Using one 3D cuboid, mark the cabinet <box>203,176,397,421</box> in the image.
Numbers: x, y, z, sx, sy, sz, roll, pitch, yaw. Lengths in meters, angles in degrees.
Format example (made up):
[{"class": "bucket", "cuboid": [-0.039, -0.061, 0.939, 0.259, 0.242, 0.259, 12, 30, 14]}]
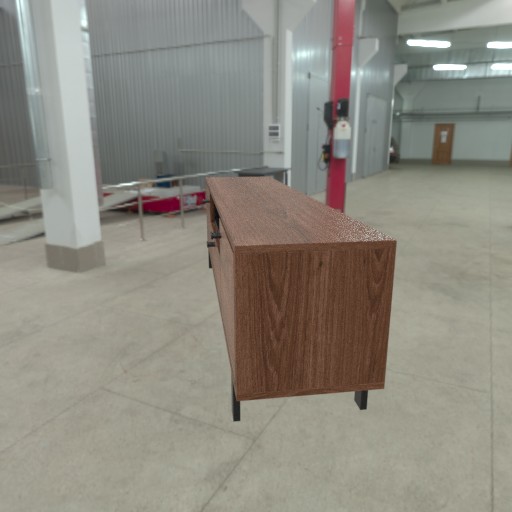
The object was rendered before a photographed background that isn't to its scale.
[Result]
[{"class": "cabinet", "cuboid": [0.000, 0.000, 1.826, 0.400, 0.500, 1.650, -2, 15, -8]}]
